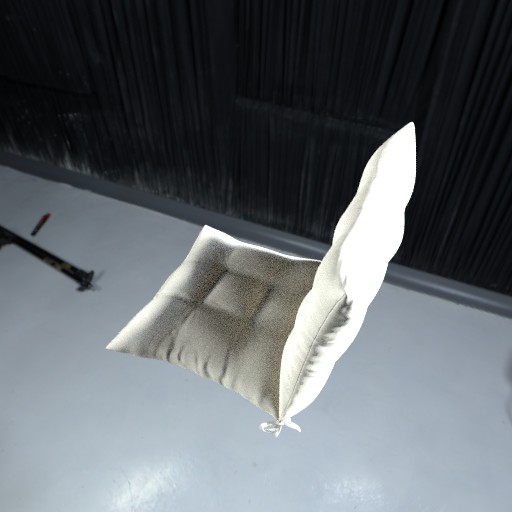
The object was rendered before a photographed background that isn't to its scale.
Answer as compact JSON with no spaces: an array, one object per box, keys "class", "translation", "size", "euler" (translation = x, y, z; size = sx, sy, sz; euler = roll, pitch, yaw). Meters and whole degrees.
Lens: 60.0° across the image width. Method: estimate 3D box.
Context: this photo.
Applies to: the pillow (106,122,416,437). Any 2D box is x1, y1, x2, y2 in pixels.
[{"class":"pillow","translation":[0.000,0.000,1.014],"size":[0.585,0.536,0.541],"euler":[18,48,17]}]
